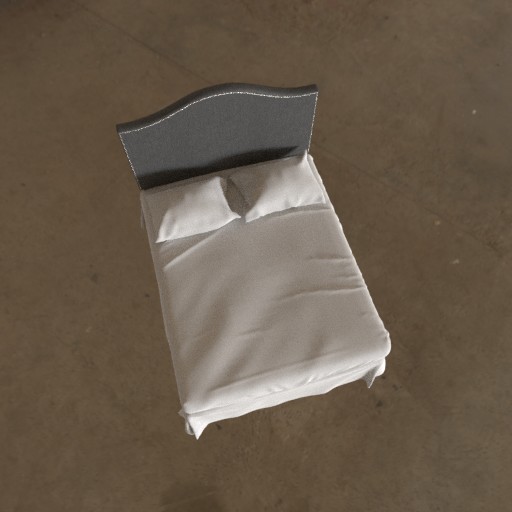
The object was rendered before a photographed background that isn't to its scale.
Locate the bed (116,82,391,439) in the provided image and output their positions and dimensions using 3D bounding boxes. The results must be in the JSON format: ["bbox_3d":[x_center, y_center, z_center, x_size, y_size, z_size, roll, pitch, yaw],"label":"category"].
[{"bbox_3d":[0.000,0.000,3.513,1.876,1.645,2.221,-14,64,-7],"label":"bed"}]
